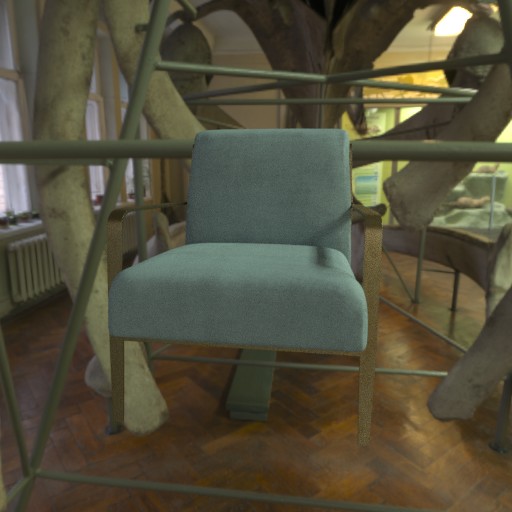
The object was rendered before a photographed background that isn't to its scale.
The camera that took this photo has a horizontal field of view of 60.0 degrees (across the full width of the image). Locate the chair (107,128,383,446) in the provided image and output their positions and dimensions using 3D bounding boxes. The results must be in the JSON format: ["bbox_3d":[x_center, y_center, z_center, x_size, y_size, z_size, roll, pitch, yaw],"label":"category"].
[{"bbox_3d":[0.000,0.000,1.428,0.701,0.824,0.842,2,13,8],"label":"chair"}]
